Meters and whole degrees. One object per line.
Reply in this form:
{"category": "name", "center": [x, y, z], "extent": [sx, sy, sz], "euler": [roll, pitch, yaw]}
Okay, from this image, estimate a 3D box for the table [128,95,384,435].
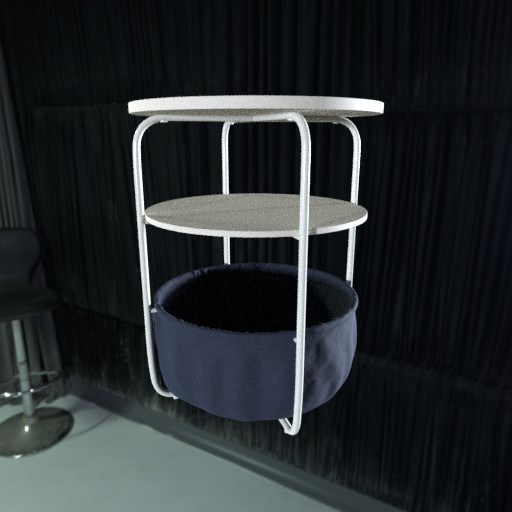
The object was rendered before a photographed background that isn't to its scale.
{"category": "table", "center": [0.000, 0.000, 0.825], "extent": [0.418, 0.532, 0.418], "euler": [7, 17, 25]}
